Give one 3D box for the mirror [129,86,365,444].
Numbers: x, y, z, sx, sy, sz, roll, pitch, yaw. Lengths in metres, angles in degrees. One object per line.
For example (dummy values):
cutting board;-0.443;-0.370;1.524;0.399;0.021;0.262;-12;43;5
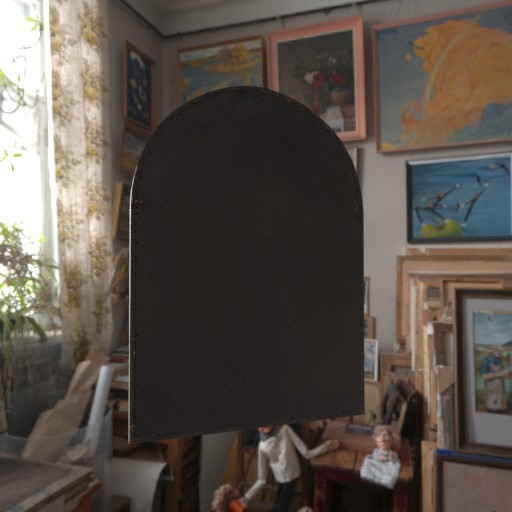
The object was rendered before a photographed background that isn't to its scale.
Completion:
mirror;0.000;0.000;1.206;0.660;0.920;0.032;0;-1;-19
